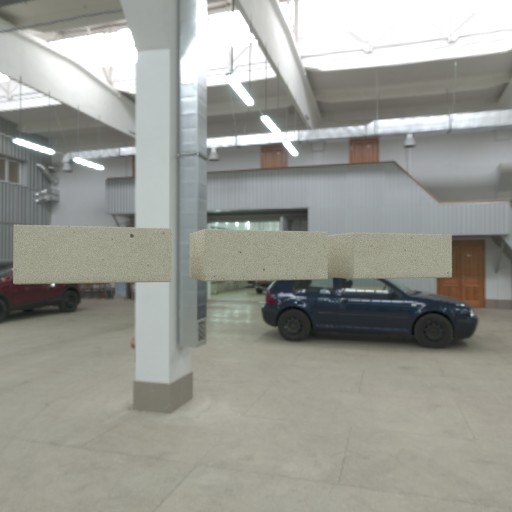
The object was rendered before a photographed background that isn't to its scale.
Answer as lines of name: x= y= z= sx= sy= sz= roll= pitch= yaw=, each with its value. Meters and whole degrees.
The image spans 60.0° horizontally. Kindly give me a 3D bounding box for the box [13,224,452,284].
box: x=0.000 y=0.000 z=0.487 sx=0.461 sy=0.051 sz=0.082 roll=0 pitch=-1 yaw=-19
